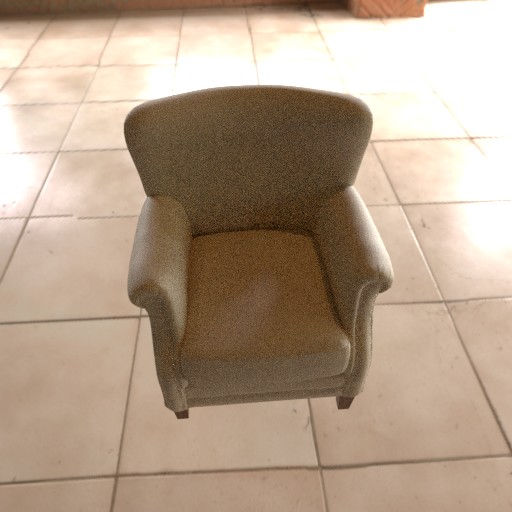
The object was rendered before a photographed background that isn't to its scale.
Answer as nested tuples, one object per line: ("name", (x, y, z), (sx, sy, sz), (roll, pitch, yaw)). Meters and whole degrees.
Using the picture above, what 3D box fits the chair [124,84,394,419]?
("chair", (0.000, 0.000, 1.646), (0.861, 0.936, 0.921), (-3, 45, -3))
